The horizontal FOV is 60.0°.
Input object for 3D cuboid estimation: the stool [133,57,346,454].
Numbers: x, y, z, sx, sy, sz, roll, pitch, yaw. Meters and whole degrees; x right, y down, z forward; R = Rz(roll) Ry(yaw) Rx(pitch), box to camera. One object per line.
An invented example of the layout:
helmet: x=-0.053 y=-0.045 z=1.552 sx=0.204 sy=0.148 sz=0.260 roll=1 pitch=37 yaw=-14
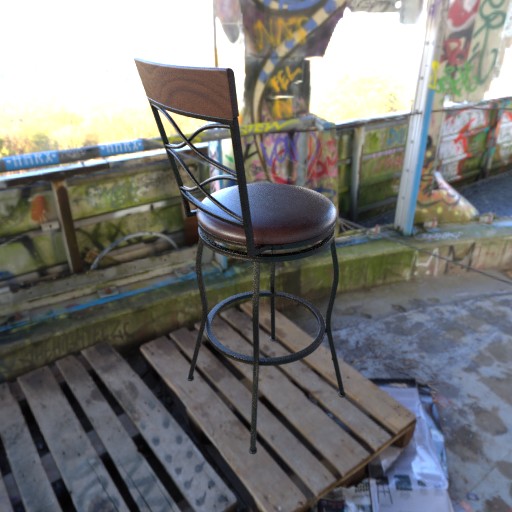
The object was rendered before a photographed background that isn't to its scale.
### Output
stool: x=0.000 y=0.000 z=1.384 sx=0.513 sy=1.130 sz=0.448 roll=-19 pitch=33 yaw=-32
